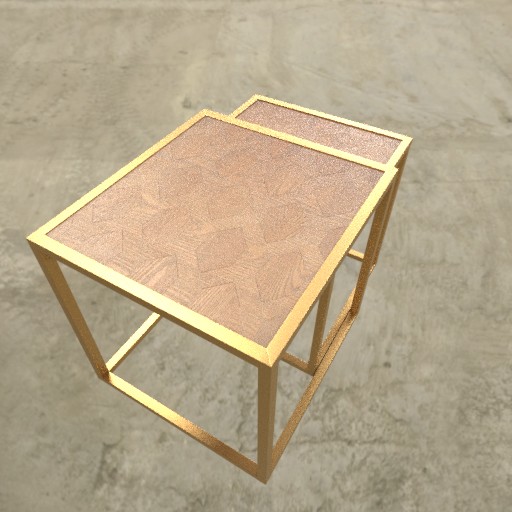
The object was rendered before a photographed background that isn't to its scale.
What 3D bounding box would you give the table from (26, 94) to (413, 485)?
[{"bbox_3d":[0.000,0.000,1.106,0.505,0.505,0.762,23,50,21],"label":"table"}]
